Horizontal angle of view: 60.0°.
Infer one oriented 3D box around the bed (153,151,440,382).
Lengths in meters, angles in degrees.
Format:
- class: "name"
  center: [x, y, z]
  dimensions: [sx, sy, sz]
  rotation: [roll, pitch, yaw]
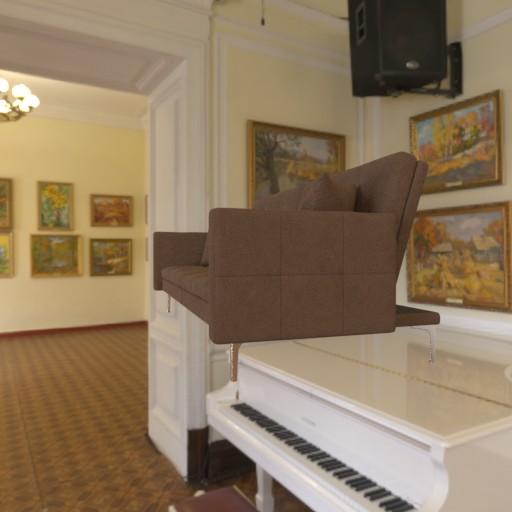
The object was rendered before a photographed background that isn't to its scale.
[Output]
- class: "bed"
  center: [0.000, 0.000, 2.326]
  dimensions: [0.889, 0.787, 1.905]
  rotation: [0, 1, -18]
